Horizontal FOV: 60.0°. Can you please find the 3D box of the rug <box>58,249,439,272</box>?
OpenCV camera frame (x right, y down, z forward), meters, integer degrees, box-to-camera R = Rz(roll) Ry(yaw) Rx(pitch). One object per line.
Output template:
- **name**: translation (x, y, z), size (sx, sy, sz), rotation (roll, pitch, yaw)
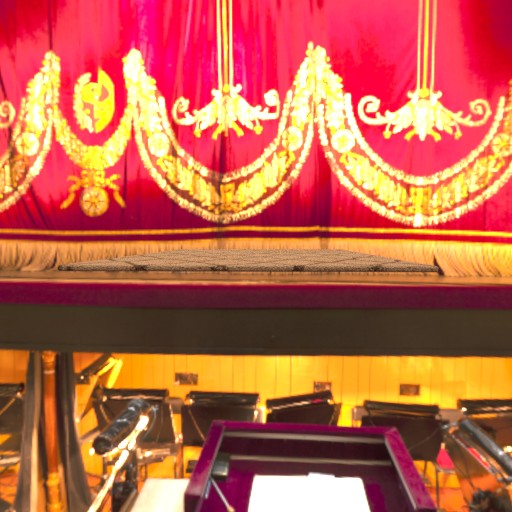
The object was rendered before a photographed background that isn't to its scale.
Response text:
- **rug**: translation (0.000, 0.000, 3.414), size (1.778, 0.030, 2.743), rotation (0, 2, 2)
